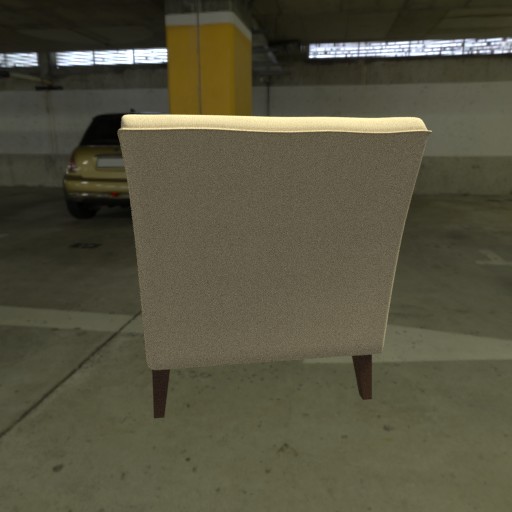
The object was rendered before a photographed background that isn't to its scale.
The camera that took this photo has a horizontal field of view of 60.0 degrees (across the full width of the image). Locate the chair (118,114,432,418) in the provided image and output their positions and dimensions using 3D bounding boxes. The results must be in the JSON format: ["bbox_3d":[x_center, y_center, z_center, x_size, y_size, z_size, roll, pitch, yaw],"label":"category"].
[{"bbox_3d":[0.000,0.000,1.589,0.780,0.919,0.899,-2,15,-8],"label":"chair"}]
